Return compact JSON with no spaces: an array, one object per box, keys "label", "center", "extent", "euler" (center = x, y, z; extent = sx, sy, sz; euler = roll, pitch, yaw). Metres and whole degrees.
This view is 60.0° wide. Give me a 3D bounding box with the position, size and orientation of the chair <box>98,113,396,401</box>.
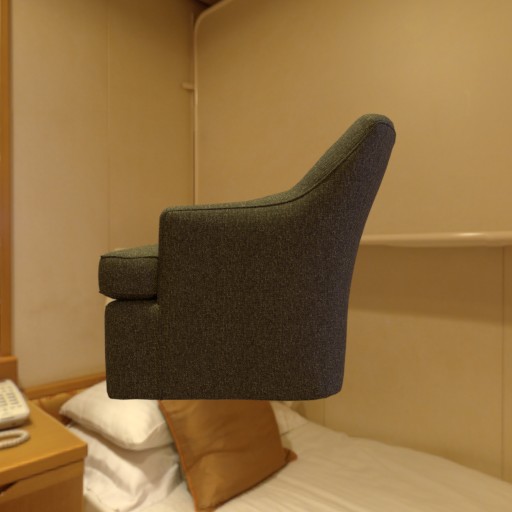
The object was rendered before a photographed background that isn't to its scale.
[{"label":"chair","center":[0.000,0.000,1.619],"extent":[0.923,0.856,0.864],"euler":[0,1,-2]}]
